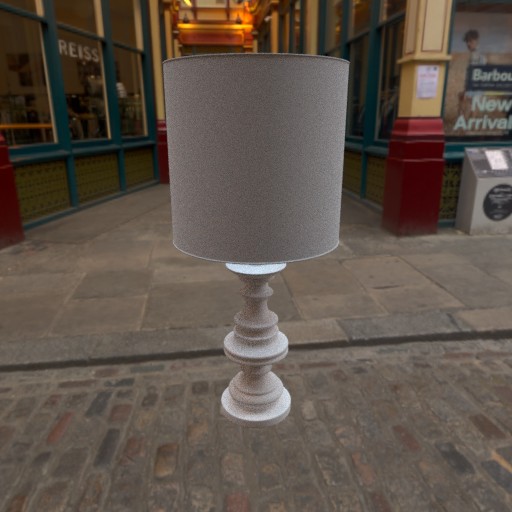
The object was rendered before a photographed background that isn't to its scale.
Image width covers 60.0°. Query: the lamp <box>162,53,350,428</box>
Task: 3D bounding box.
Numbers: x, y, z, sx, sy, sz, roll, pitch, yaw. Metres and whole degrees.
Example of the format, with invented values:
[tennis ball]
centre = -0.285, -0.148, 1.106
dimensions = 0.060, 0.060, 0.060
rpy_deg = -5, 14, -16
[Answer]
[lamp]
centre = 0.000, 0.000, 0.573
dimensions = 0.208, 0.455, 0.208
rpy_deg = -3, 18, -8
